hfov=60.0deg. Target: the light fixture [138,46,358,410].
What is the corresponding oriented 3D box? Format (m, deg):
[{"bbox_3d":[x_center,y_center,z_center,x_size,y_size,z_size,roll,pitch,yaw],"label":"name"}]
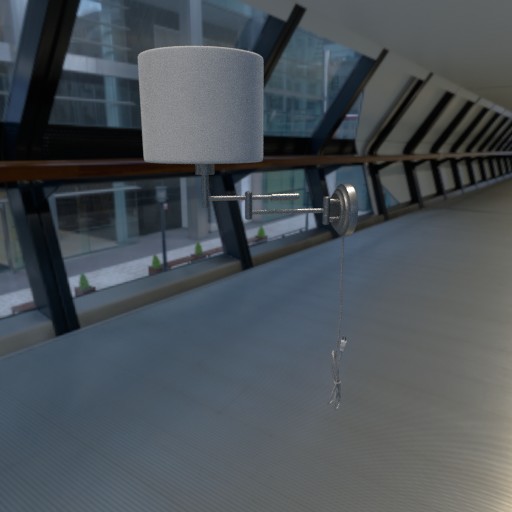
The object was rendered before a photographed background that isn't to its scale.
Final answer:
[{"bbox_3d":[0.000,0.000,1.029,0.479,0.842,0.253,-2,15,-9],"label":"light fixture"}]
